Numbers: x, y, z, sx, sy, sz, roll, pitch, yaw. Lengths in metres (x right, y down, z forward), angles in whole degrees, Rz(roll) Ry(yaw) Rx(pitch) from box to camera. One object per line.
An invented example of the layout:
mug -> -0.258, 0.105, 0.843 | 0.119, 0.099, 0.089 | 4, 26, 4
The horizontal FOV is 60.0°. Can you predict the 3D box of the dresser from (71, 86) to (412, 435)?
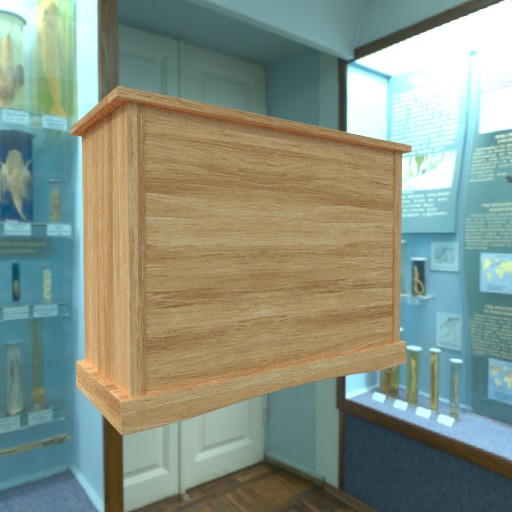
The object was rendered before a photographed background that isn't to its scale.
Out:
dresser -> 0.000, 0.000, 1.379 | 0.990, 0.740, 0.410 | -1, 2, -35
